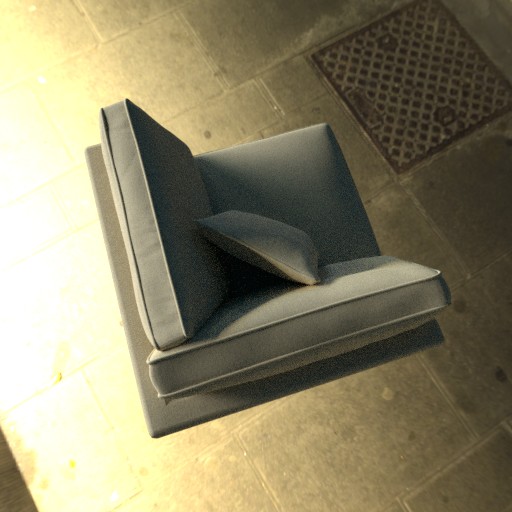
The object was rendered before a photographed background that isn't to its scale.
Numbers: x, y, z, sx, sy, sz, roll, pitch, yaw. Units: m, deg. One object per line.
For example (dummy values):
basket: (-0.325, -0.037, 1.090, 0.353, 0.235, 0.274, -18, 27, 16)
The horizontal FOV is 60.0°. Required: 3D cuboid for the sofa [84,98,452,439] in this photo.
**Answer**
sofa: (0.000, 0.000, 1.925, 1.084, 1.002, 1.146, -17, 76, -4)
